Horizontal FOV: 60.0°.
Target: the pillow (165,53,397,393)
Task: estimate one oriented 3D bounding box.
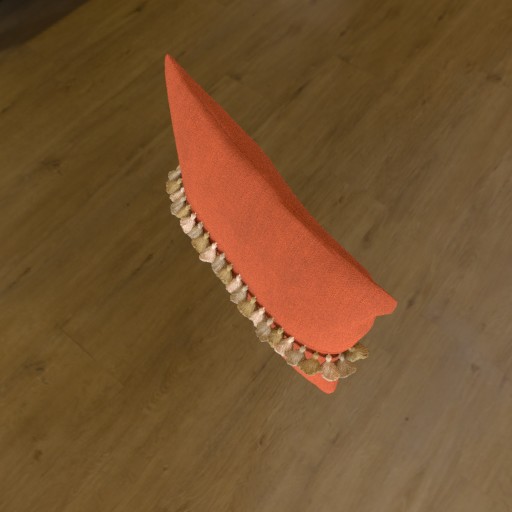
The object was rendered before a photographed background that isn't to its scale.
[{"bbox_3d":[0.000,0.000,0.750,0.165,0.482,0.490,-33,68,-15],"label":"pillow"}]
